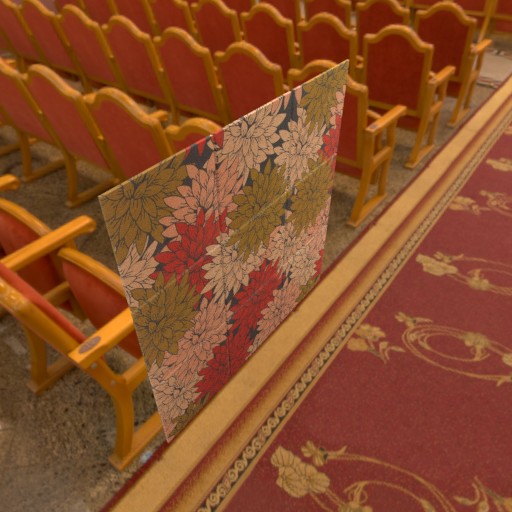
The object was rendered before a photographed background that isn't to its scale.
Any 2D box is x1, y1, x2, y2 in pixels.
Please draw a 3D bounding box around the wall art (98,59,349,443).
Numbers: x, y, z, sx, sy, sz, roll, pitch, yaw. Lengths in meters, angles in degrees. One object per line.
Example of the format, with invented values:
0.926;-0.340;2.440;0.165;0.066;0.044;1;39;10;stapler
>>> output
0.000;0.000;2.257;0.013;1.534;1.519;27;48;27;wall art
